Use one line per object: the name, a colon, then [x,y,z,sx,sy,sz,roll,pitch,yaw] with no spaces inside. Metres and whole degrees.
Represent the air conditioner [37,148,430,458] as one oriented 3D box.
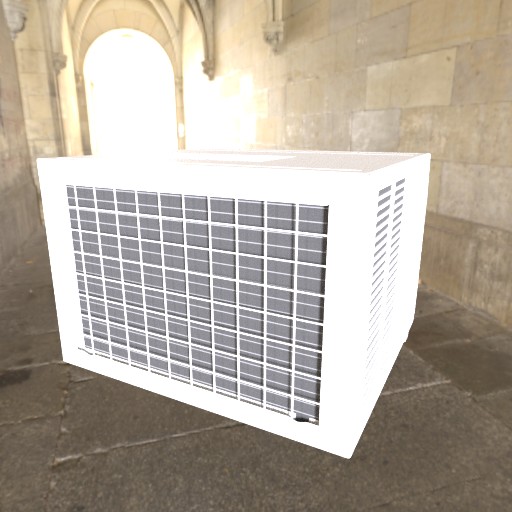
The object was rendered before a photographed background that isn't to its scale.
air conditioner: [0.000,0.000,1.022,0.645,0.455,0.599,8,18,27]
